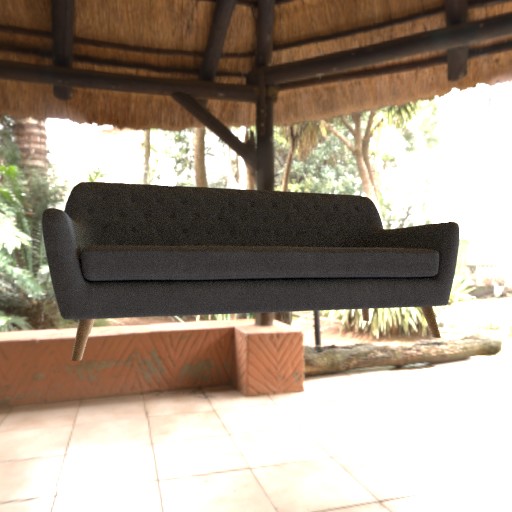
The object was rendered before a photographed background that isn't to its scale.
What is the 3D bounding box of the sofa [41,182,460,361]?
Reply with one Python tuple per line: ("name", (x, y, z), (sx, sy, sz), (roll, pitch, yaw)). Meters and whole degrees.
("sofa", (0.000, 0.000, 2.341), (1.970, 0.830, 0.830), (0, -1, -18))
